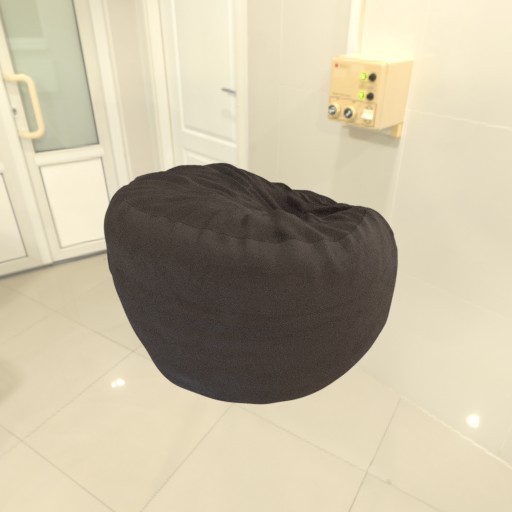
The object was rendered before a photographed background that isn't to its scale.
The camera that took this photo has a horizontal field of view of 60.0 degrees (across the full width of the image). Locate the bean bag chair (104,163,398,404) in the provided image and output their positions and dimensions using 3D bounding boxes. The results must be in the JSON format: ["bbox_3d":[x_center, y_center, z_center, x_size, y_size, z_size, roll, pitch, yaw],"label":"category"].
[{"bbox_3d":[0.000,0.000,2.054,1.245,0.821,1.245,0,31,0],"label":"bean bag chair"}]
